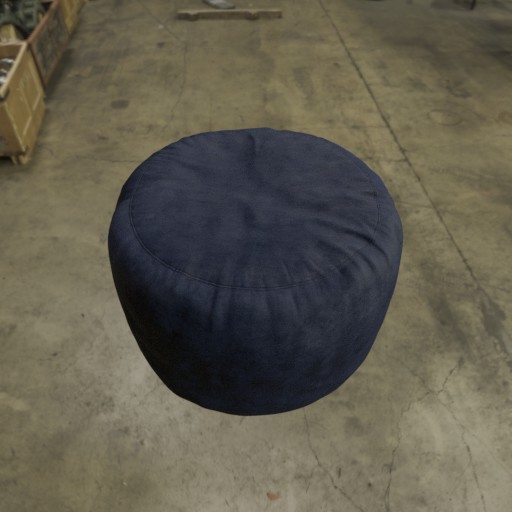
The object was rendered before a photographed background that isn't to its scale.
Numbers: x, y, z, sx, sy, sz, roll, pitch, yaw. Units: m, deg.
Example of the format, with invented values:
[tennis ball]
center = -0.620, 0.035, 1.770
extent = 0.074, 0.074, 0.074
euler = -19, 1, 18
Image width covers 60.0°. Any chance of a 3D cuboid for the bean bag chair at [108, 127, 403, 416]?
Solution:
[bean bag chair]
center = 0.000, 0.000, 1.981
extent = 1.219, 0.762, 1.219
euler = 0, 45, 0
